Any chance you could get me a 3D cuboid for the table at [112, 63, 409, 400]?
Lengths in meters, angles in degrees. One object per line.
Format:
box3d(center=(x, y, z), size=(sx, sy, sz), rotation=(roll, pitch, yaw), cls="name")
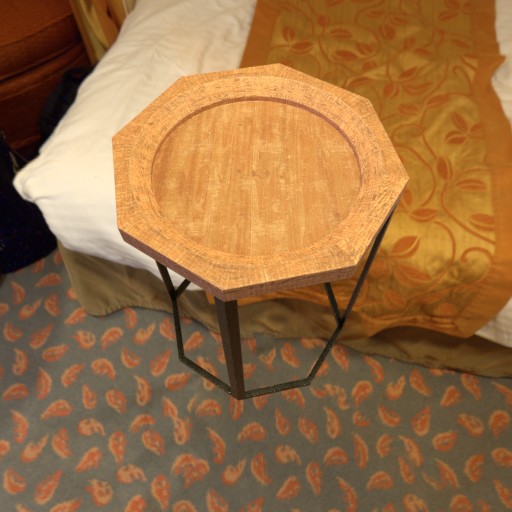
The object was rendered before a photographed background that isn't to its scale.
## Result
box3d(center=(0.000, 0.000, 0.876), size=(0.437, 0.553, 0.437), rotation=(-30, 64, -17), cls="table")
